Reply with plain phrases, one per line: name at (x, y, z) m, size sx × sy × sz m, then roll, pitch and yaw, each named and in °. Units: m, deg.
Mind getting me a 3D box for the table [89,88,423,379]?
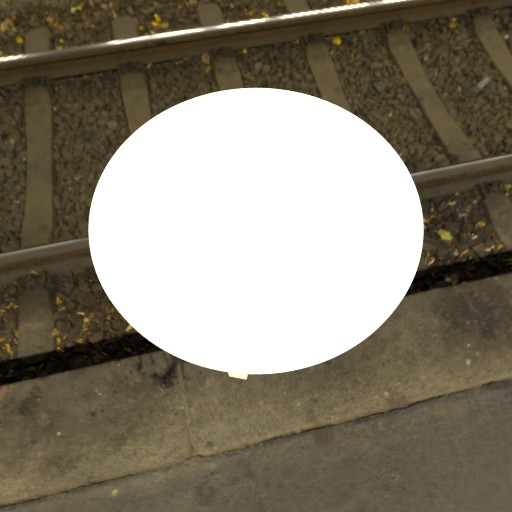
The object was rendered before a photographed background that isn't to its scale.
table at (0.000, 0.000, 0.983) m, size 0.600 × 0.400 × 0.600 m, roll 0°, pitch 63°, yaw 0°
